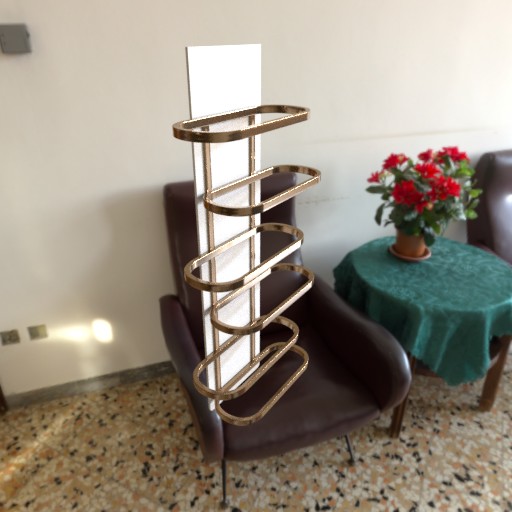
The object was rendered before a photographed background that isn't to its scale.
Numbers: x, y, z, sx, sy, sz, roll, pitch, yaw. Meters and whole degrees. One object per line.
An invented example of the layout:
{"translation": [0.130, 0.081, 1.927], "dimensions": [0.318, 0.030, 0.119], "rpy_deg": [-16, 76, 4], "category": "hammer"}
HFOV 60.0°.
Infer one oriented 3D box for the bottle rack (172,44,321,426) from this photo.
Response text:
{"translation": [0.000, 0.000, 0.828], "dimensions": [0.118, 0.709, 0.332], "rpy_deg": [18, 32, 31], "category": "bottle rack"}
